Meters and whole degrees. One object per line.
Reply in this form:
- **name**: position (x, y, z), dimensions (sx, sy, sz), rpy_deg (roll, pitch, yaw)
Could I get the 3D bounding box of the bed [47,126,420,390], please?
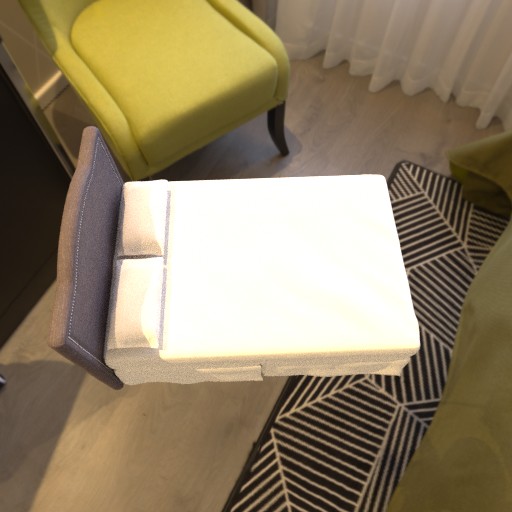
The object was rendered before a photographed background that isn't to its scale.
- **bed**: position (0.000, 0.000, 3.526), dimensions (2.507, 1.441, 1.741), rpy_deg (-2, 64, -1)
